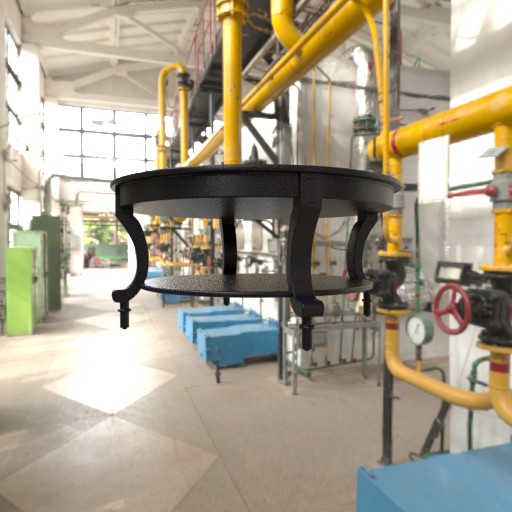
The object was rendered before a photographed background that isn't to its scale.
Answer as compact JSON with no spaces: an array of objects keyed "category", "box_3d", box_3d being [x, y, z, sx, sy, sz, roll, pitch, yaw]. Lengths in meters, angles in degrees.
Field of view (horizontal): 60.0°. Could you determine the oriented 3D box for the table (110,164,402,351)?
[{"category":"table","box_3d":[0.000,0.000,1.642,1.029,0.491,1.029,0,1,0]}]
